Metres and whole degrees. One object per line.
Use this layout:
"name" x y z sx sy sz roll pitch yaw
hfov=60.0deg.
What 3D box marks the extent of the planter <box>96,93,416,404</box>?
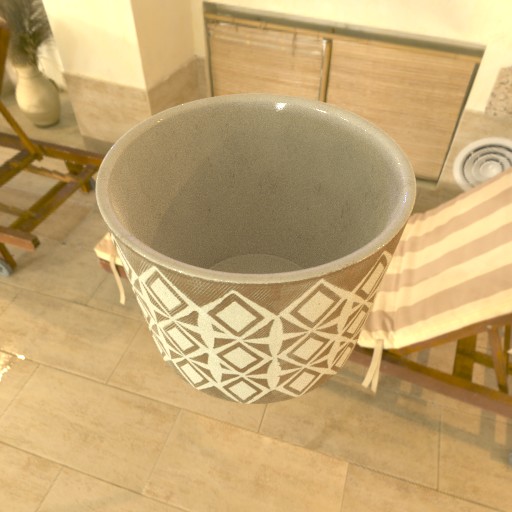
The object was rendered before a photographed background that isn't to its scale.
"planter" 0.000 0.000 0.448 0.260 0.220 0.260 0 46 0
